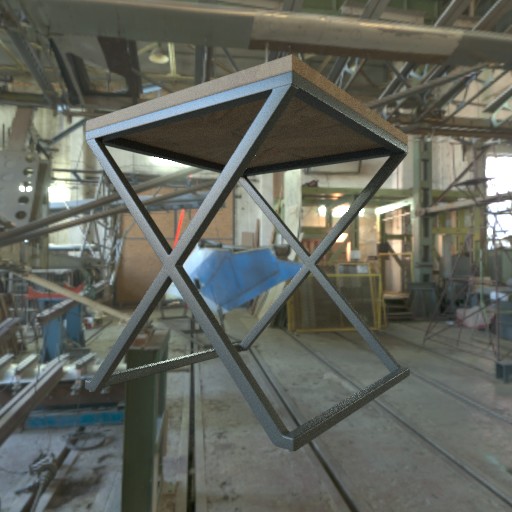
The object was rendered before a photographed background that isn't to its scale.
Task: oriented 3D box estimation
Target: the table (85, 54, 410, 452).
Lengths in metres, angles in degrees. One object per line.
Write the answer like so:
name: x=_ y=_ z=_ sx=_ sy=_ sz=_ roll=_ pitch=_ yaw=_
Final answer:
table: x=0.000 y=0.000 z=0.952 sx=0.498 sy=0.550 sz=0.499 roll=0 pitch=-1 yaw=36
